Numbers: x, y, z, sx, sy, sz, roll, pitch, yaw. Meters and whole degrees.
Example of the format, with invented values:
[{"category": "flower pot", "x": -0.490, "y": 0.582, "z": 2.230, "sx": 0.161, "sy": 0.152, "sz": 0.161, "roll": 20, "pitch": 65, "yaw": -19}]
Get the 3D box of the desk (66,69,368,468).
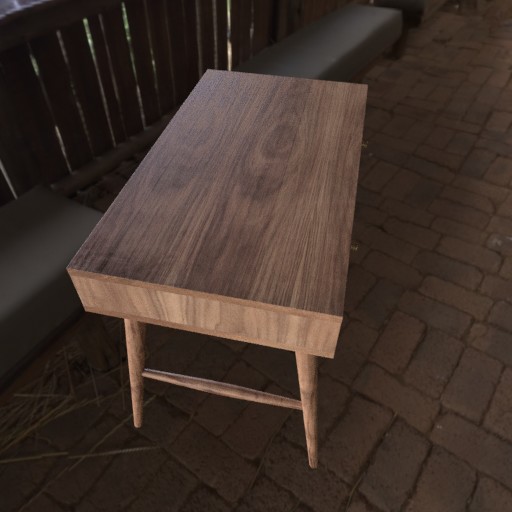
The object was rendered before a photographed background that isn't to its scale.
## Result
[{"category": "desk", "x": 0.000, "y": 0.000, "z": 1.423, "sx": 0.588, "sy": 0.758, "sz": 0.949, "roll": 9, "pitch": 46, "yaw": 9}]
